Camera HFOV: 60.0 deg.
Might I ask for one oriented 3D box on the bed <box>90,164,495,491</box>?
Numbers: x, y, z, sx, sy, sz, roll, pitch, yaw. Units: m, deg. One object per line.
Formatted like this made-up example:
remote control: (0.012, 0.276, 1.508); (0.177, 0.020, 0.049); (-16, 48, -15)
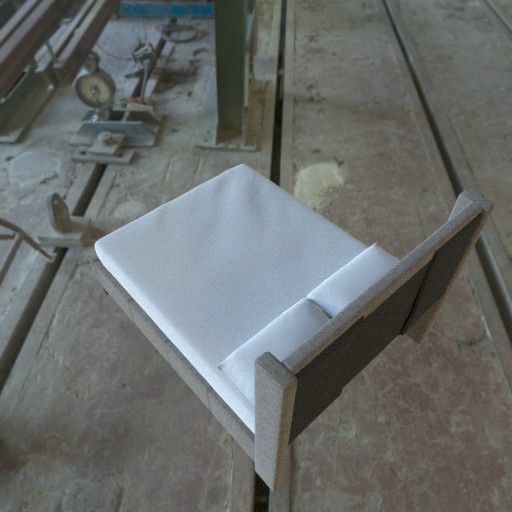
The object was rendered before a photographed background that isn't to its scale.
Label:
bed: (0.000, 0.000, 3.263); (1.714, 1.481, 2.245); (-34, 56, -27)
